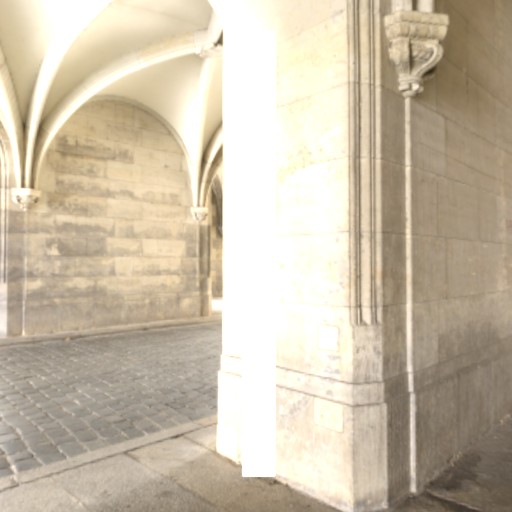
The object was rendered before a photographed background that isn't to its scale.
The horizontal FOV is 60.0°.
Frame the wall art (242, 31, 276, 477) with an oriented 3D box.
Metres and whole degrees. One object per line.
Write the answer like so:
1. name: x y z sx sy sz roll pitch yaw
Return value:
1. wall art: 0.000 0.000 0.756 0.038 0.508 0.508 0 -1 -1
